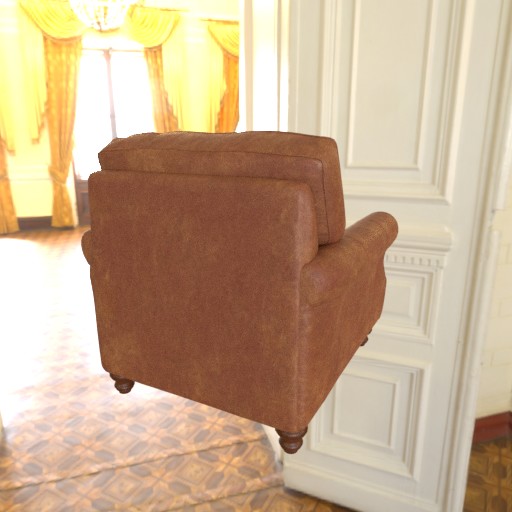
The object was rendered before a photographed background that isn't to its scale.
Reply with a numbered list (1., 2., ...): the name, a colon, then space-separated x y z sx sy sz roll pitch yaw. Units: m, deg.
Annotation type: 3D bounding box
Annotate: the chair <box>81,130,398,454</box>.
1. chair: 0.000 0.000 1.765 0.983 0.962 0.986 8 18 27
